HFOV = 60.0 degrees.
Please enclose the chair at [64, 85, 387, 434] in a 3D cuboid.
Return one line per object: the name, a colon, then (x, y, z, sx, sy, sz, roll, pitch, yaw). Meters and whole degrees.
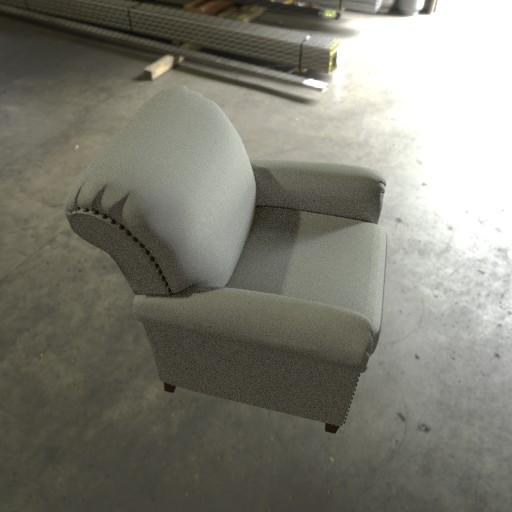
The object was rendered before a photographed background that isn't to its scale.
chair: (0.000, 0.000, 1.550, 0.890, 0.927, 0.854, 10, 46, 10)
